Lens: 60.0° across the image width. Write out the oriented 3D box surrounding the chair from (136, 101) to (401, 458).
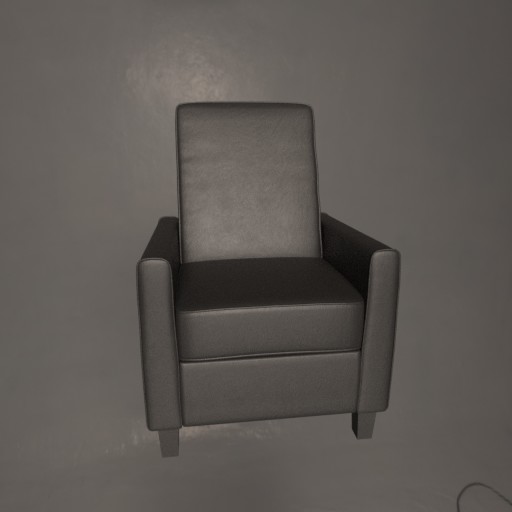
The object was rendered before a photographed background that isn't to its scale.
[{"bbox_3d":[0.000,0.000,1.497,0.705,1.013,0.746,-2,17,-7],"label":"chair"}]
